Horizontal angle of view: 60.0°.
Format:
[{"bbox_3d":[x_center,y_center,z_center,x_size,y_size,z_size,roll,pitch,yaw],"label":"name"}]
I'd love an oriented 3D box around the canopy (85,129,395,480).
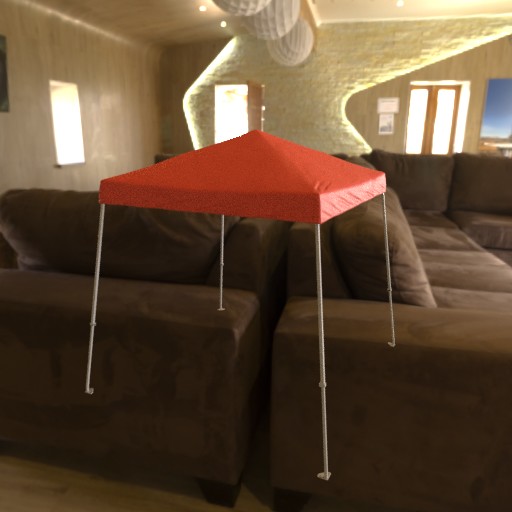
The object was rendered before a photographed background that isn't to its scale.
[{"bbox_3d":[0.000,0.000,5.192,2.849,2.850,2.850,8,17,27],"label":"canopy"}]
